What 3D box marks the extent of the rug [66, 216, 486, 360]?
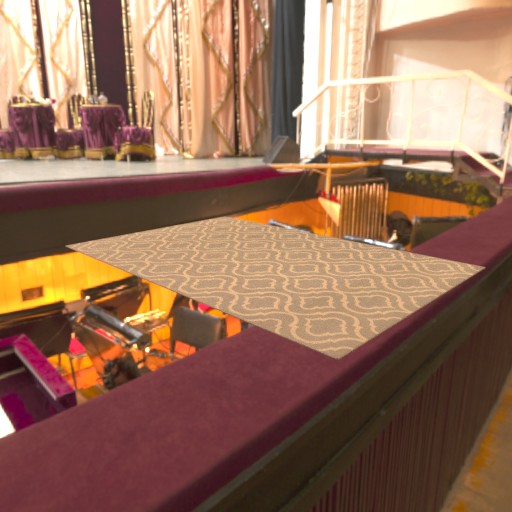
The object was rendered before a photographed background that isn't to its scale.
[{"bbox_3d":[0.000,0.000,2.174,1.749,0.015,1.141,15,22,43],"label":"rug"}]
